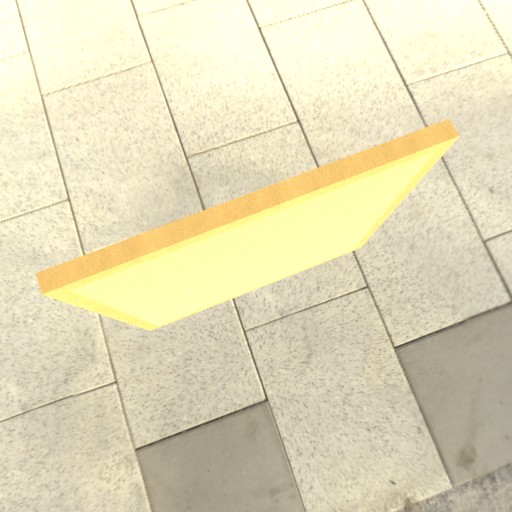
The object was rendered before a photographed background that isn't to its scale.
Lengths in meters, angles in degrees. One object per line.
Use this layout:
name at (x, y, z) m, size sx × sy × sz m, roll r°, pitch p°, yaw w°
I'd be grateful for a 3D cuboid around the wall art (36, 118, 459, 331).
wall art at (0.000, 0.000, 2.859) m, size 1.935 × 1.936 × 0.097 m, roll -21°, pitch 77°, yaw -5°
